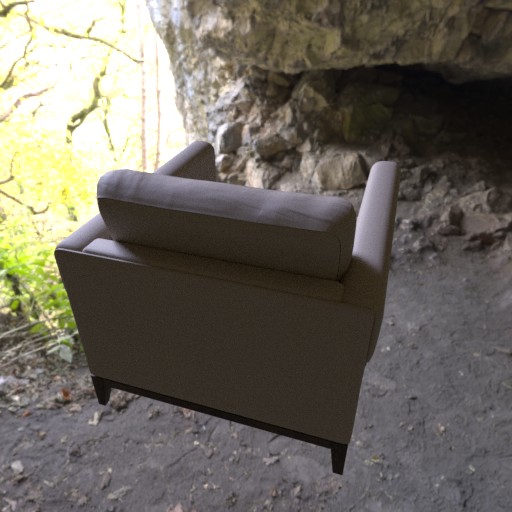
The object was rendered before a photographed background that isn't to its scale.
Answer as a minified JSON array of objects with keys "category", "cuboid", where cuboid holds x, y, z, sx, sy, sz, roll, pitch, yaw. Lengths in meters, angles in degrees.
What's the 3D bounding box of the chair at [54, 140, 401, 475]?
[{"category":"chair","cuboid":[0.000,0.000,1.620,0.914,0.838,0.959,10,34,15]}]
